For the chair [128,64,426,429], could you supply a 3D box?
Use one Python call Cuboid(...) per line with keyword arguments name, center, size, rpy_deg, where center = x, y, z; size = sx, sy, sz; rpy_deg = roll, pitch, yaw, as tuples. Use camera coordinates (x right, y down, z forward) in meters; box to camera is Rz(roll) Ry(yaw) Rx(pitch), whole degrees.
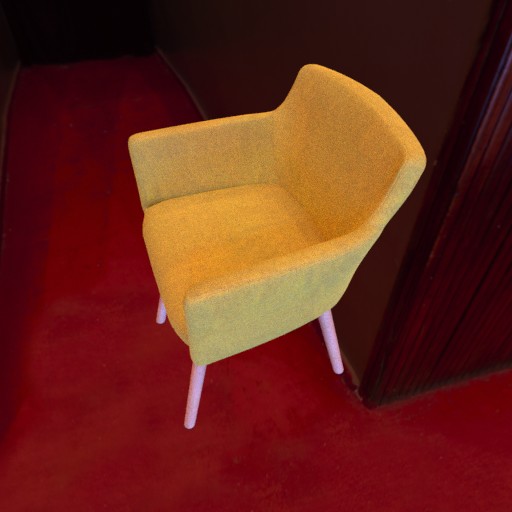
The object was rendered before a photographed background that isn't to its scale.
Cuboid(name="chair", center=(0.000, 0.000, 1.144), size=(0.570, 0.780, 0.570), rpy_deg=(-15, 48, -15))
